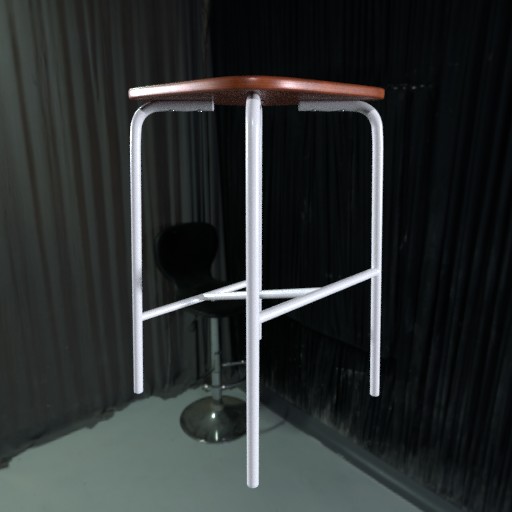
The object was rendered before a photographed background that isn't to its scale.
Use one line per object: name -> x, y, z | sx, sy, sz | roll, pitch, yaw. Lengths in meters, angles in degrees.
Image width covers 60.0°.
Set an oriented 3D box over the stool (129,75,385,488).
stool -> 0.000, 0.000, 0.865 | 0.376, 0.610, 0.376 | -15, 22, -42
